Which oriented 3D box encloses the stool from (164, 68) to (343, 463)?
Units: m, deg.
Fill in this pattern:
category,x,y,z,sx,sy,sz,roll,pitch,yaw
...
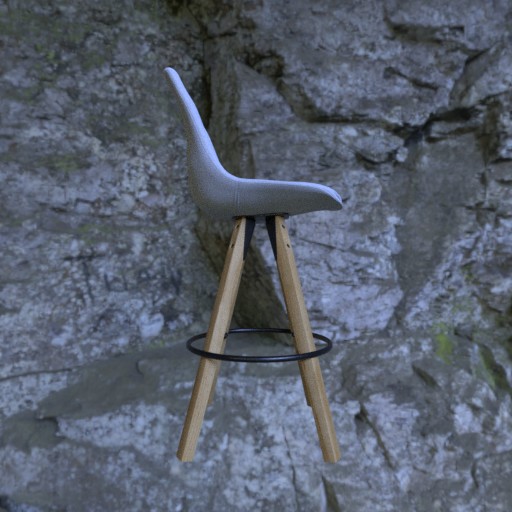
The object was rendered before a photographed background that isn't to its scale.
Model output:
category,x,y,z,sx,sy,sz,roll,pitch,yaw
stool,0.000,0.000,1.422,0.550,1.115,0.484,0,0,1
